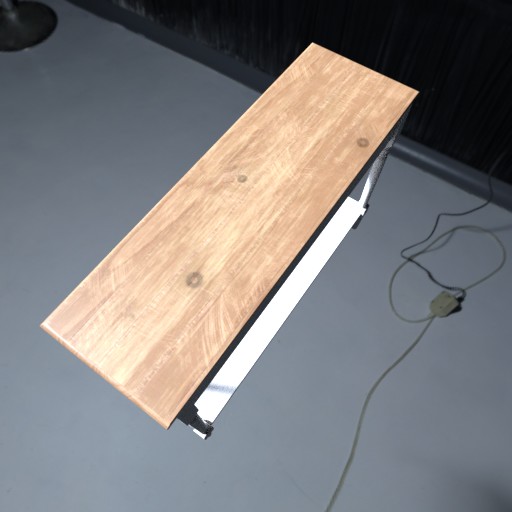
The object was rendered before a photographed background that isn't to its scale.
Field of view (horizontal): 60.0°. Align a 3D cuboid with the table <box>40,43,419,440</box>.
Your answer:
[{"bbox_3d":[0.000,0.000,1.573,0.399,0.800,1.219,32,68,15],"label":"table"}]
